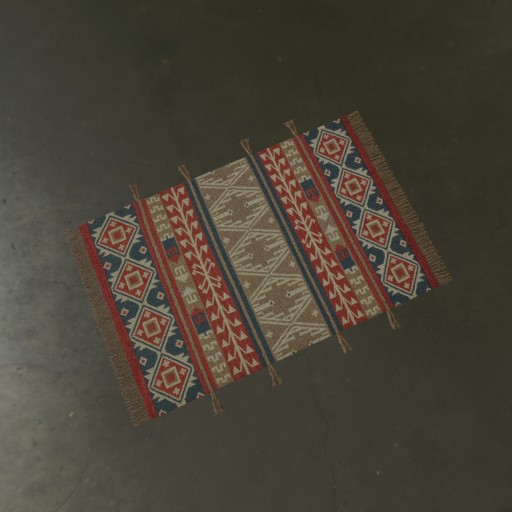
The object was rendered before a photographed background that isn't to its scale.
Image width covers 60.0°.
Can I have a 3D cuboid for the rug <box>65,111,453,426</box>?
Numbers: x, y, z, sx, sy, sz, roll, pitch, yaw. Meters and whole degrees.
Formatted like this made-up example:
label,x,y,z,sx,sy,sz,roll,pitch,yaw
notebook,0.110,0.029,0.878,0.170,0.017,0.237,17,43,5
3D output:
label,x,y,z,sx,sy,sz,roll,pitch,yaw
rug,0.000,0.000,3.207,2.450,0.048,1.778,-24,77,-6
